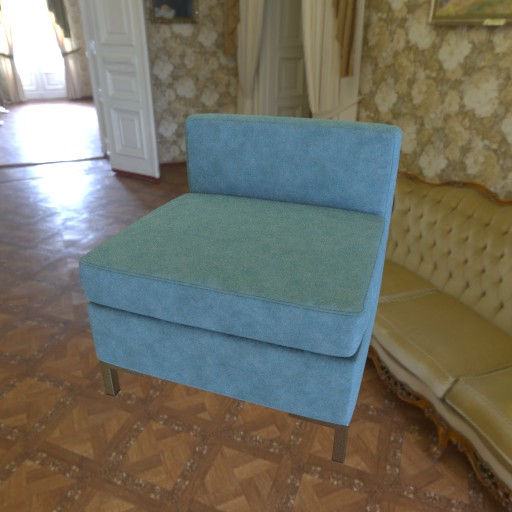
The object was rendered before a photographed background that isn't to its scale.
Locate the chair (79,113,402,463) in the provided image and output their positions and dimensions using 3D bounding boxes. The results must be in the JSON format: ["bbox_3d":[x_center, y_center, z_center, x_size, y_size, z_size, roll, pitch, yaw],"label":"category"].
[{"bbox_3d":[0.000,0.000,1.236,0.684,0.660,0.685,9,28,18],"label":"chair"}]
